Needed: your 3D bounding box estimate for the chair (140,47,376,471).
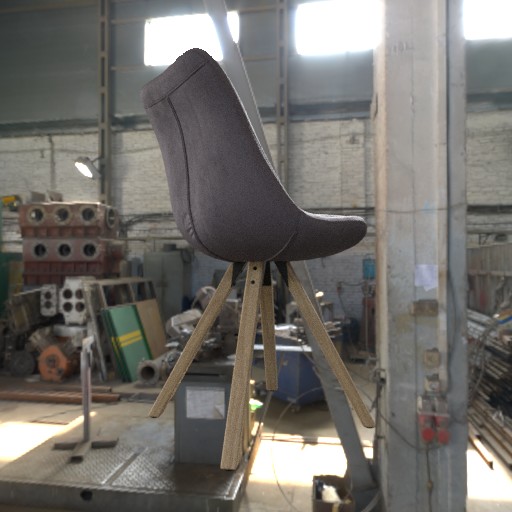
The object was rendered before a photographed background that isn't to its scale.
[{"bbox_3d":[0.000,0.000,1.169,0.547,0.865,0.483,1,-1,-36],"label":"chair"}]
